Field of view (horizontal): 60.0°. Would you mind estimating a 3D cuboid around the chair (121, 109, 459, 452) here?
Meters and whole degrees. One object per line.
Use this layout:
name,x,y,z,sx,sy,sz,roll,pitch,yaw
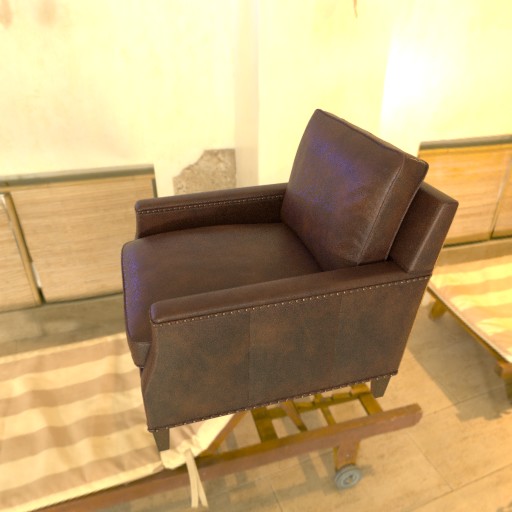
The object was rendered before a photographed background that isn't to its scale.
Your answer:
chair,0.000,0.000,1.697,1.014,0.929,0.853,-8,32,-14
